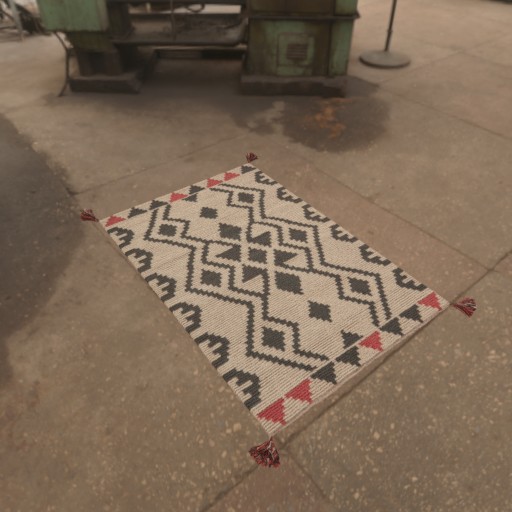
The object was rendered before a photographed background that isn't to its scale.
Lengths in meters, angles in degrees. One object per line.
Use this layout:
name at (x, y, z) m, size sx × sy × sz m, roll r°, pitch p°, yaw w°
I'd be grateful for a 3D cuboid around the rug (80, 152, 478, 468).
rug at (0.000, 0.000, 2.624) m, size 1.444 × 0.067 × 2.069 m, roll -27°, pitch 48°, yaw -26°
